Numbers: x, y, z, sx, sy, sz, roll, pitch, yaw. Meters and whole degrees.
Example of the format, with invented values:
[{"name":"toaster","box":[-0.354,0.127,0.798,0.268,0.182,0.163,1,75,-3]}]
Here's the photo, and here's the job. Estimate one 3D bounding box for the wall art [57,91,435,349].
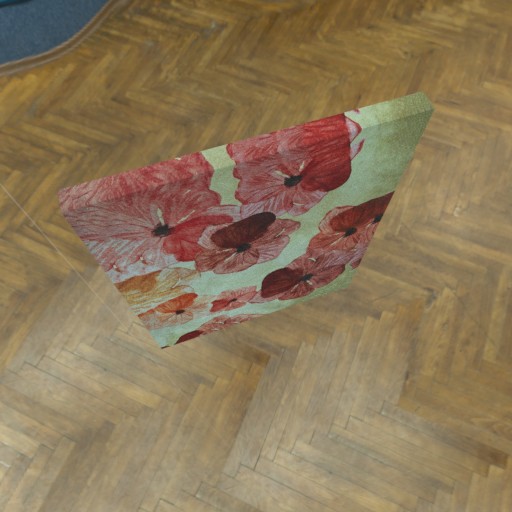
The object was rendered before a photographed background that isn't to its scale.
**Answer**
[{"name":"wall art","box":[0.000,0.000,0.688,0.406,0.508,0.028,-17,65,-8]}]
